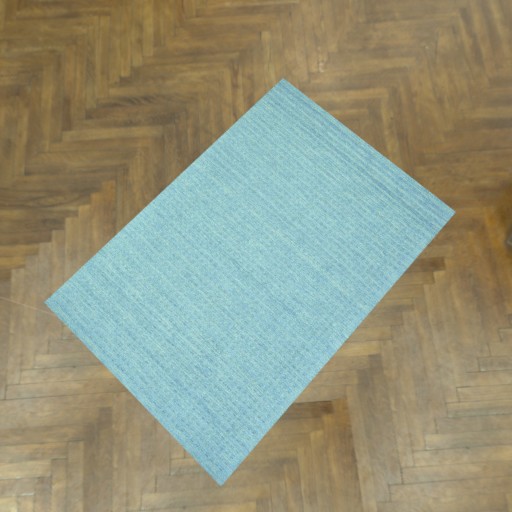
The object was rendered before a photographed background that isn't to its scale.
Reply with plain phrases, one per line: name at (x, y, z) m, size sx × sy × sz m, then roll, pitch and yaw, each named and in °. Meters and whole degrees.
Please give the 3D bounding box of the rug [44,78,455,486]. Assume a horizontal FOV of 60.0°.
rug at (0.000, 0.000, 3.689) m, size 1.982 × 0.006 × 2.895 m, roll 42°, pitch 78°, yaw 11°
